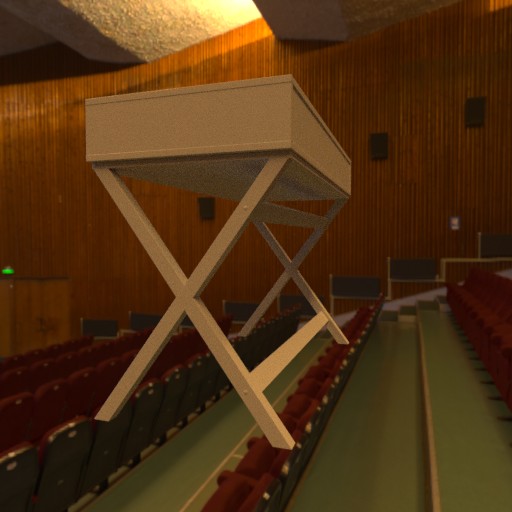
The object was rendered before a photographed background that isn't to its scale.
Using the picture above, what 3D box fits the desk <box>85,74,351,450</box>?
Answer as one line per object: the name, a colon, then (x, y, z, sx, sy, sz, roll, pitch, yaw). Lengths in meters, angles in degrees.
desk: (0.000, 0.000, 1.492, 0.509, 0.780, 1.059, 1, 2, 19)
